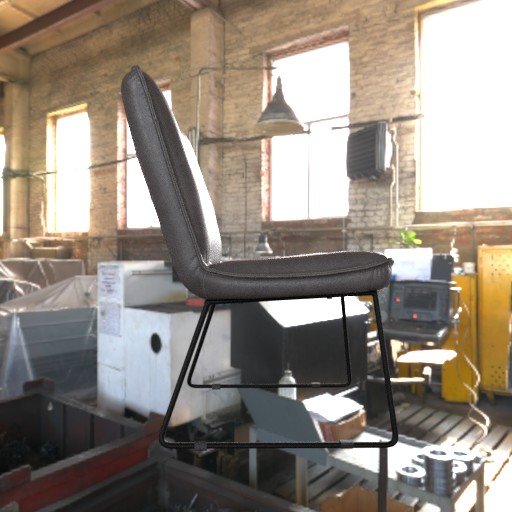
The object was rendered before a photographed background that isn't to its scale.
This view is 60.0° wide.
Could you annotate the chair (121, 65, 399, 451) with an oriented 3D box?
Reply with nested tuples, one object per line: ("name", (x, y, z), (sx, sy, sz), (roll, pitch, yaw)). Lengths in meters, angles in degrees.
("chair", (0.000, 0.000, 1.316), (0.688, 0.932, 0.515), (0, 0, -1))
